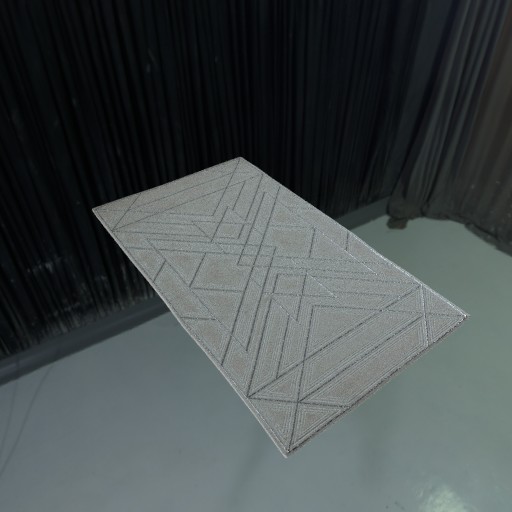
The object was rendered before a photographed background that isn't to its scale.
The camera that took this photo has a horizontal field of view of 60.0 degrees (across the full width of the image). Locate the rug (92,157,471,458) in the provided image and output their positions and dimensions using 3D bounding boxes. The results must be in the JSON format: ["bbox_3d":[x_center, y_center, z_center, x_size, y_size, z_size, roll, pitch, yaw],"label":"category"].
[{"bbox_3d":[0.000,0.000,1.094,0.511,0.008,0.869,-26,47,-26],"label":"rug"}]
